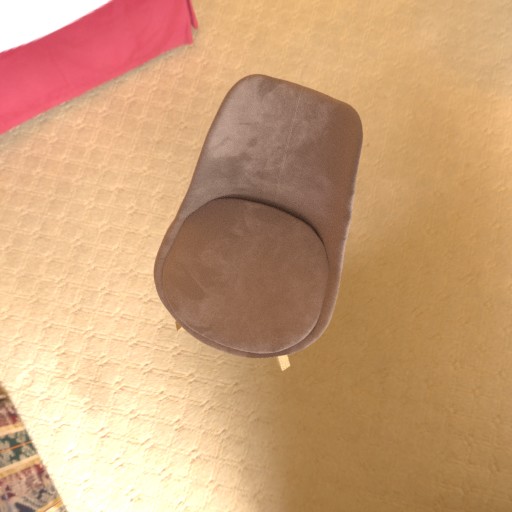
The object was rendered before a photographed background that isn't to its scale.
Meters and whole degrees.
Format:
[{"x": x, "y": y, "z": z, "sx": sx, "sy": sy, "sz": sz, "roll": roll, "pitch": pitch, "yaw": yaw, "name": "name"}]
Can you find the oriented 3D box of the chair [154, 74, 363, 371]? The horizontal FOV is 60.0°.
[{"x": 0.000, "y": 0.000, "z": 1.237, "sx": 0.485, "sy": 0.850, "sz": 0.550, "roll": 20, "pitch": 77, "yaw": 5, "name": "chair"}]
